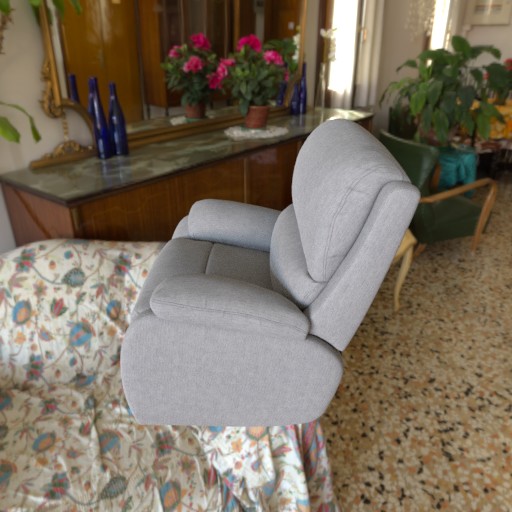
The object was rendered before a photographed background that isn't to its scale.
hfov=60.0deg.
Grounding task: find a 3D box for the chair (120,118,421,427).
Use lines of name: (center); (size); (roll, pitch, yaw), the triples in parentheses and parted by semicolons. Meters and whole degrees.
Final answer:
chair: (0.000, 0.000, 1.734); (0.899, 1.011, 0.930); (1, 26, 1)
